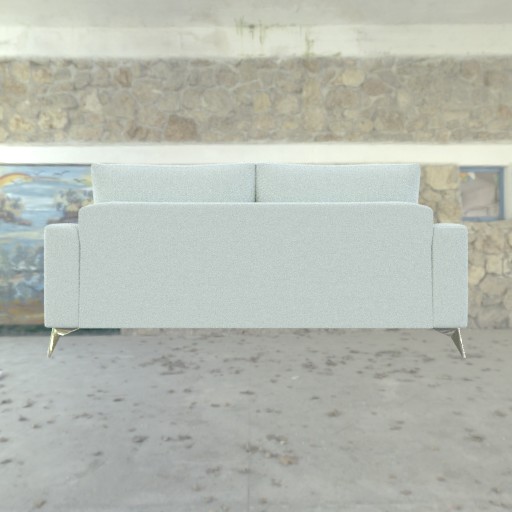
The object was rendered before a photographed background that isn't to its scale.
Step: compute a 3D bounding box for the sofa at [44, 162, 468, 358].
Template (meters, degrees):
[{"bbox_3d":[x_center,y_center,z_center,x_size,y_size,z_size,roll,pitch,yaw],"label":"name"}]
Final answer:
[{"bbox_3d":[0.000,0.000,2.159,1.650,0.790,0.920,0,0,0],"label":"sofa"}]
